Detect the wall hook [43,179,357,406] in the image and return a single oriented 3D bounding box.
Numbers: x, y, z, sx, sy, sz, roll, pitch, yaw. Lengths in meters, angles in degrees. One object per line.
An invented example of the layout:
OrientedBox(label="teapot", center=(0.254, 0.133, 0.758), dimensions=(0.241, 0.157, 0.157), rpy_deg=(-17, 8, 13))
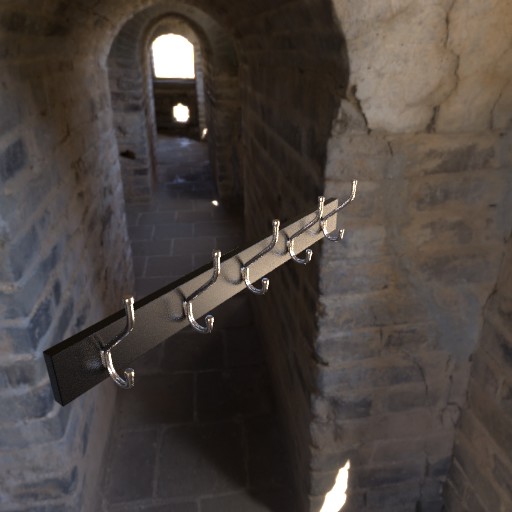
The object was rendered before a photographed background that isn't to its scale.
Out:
OrientedBox(label="wall hook", center=(0.000, 0.000, 0.599), dimensions=(0.071, 0.117, 0.571), rpy_deg=(17, 30, 32))
